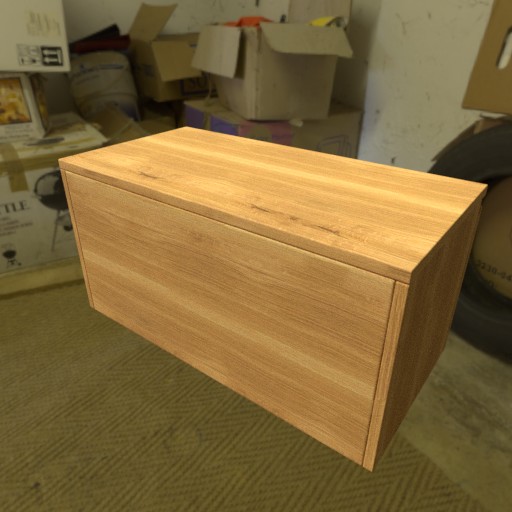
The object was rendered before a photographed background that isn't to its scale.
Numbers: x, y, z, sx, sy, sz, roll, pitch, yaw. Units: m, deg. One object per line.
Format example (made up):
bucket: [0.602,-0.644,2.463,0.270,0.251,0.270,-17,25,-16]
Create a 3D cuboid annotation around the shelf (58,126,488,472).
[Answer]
shelf: [0.000,0.000,1.007,0.800,0.400,0.400,20,35,32]
